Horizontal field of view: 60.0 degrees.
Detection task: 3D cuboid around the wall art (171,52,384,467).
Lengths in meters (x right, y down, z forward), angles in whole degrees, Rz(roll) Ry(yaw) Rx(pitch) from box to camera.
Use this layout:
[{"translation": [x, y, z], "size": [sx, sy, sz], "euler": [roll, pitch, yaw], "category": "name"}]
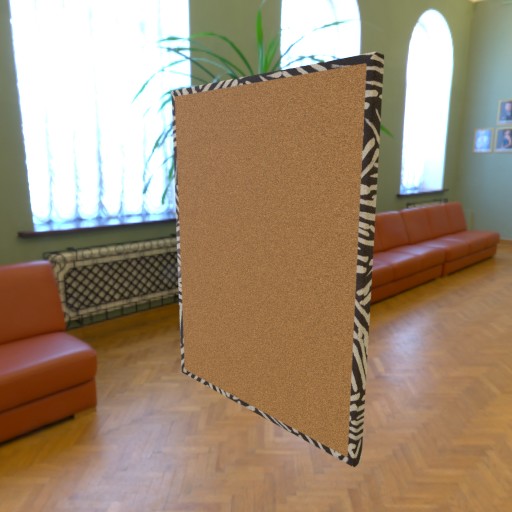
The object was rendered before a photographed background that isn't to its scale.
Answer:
[{"translation": [0.000, 0.000, 1.332], "size": [0.765, 1.017, 0.038], "euler": [12, 17, 44], "category": "wall art"}]
